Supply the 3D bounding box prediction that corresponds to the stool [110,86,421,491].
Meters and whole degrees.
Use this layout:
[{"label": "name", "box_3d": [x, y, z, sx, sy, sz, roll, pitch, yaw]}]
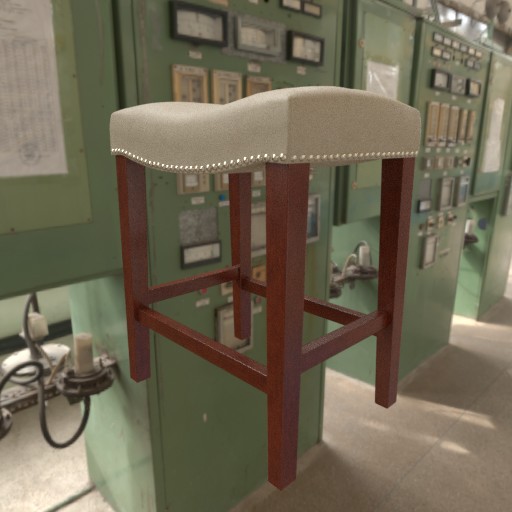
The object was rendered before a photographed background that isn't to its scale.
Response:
[{"label": "stool", "box_3d": [0.000, 0.000, 0.933, 0.375, 0.632, 0.509, -14, 20, -42]}]
